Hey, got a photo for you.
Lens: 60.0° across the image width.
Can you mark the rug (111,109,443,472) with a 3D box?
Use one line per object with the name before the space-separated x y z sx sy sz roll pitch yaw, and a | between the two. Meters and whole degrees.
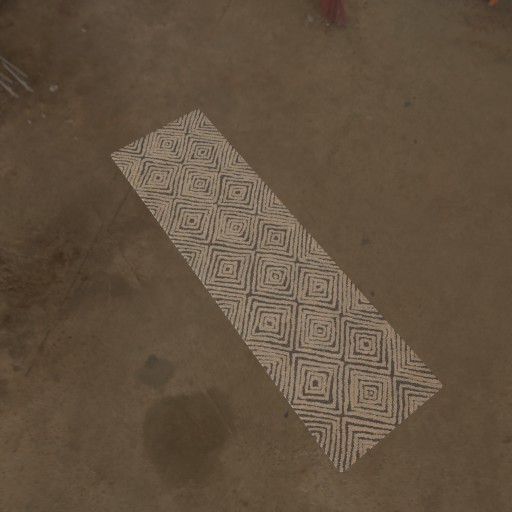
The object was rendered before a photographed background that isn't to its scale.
rug | 0.000 0.000 2.540 0.676 0.008 2.277 -33 69 -15
